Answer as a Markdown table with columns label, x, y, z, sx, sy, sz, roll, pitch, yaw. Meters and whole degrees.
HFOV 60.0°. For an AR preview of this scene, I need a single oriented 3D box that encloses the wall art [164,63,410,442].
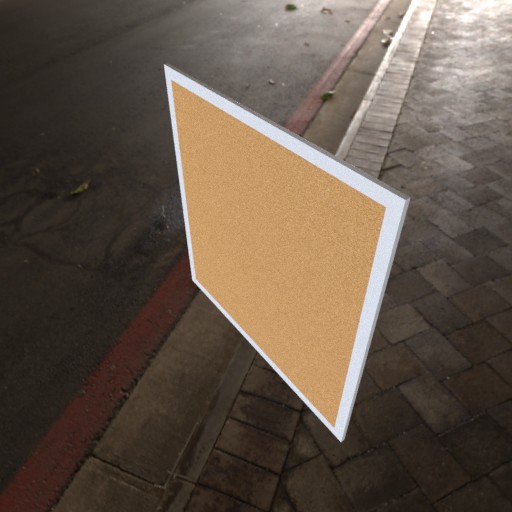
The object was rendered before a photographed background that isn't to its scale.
| label | x | y | z | sx | sy | sz | roll | pitch | yaw |
| --- | --- | --- | --- | --- | --- | --- | --- | --- | --- |
| wall art | 0.000 | 0.000 | 1.222 | 0.013 | 0.813 | 0.812 | -26 | 48 | -27 |
